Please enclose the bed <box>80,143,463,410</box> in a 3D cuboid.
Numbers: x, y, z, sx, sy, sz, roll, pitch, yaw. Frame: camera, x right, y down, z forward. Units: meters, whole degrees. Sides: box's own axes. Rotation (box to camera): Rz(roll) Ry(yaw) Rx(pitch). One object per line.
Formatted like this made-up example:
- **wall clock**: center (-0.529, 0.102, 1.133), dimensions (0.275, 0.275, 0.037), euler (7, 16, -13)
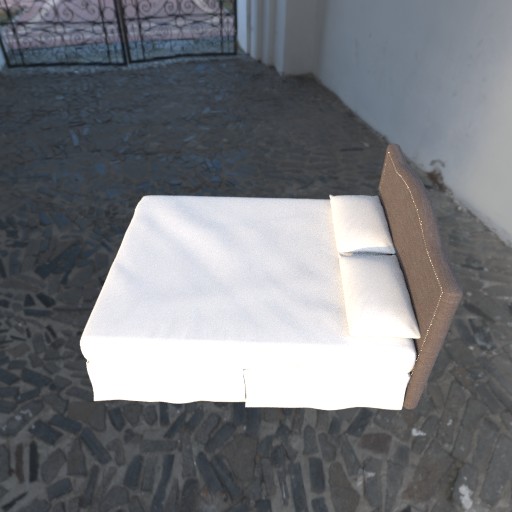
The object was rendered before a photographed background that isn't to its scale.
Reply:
- **bed**: center (0.000, 0.000, 3.981), dimensions (2.689, 1.457, 2.161), euler (2, 41, 2)
